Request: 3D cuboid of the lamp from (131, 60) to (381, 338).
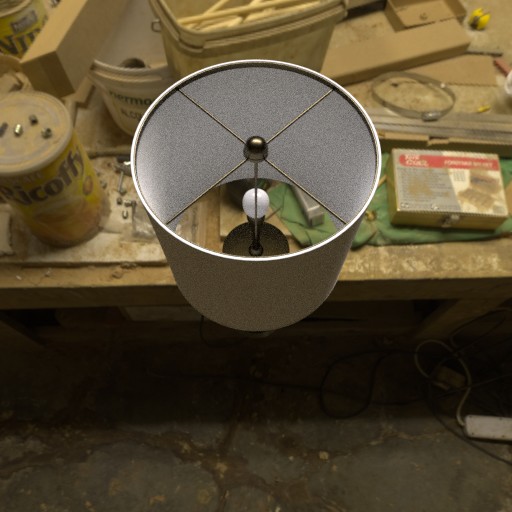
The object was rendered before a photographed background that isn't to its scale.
[{"bbox_3d":[0.000,0.000,0.806,0.301,0.630,0.301,0,64,0],"label":"lamp"}]
